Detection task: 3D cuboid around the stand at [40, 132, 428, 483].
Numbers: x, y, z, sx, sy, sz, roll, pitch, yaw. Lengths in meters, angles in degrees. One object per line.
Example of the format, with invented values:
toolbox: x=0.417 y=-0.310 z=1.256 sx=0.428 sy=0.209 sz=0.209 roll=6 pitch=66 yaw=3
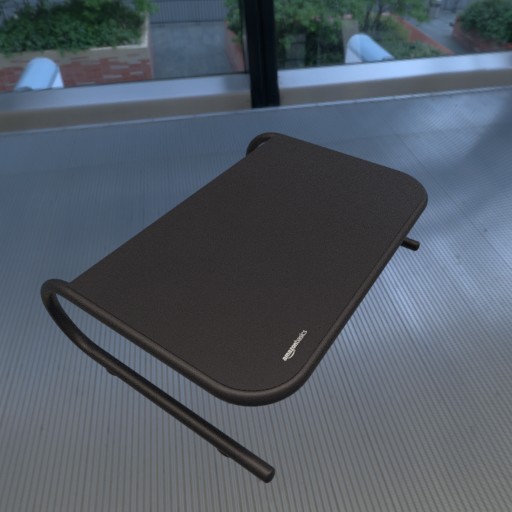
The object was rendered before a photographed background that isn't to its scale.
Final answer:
stand: x=0.000 y=0.000 z=0.507 sx=0.280 sy=0.108 sz=0.370 roll=25 pitch=48 yaw=25
